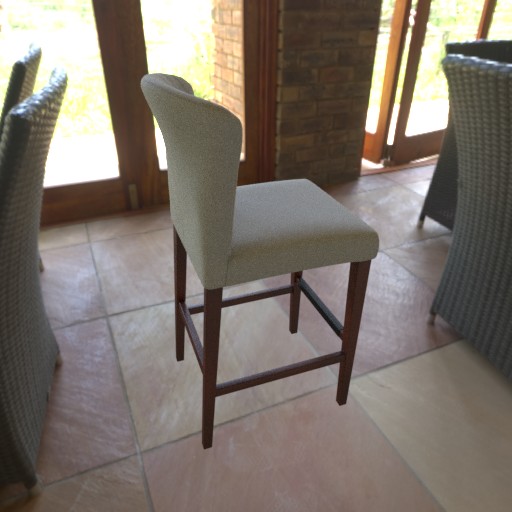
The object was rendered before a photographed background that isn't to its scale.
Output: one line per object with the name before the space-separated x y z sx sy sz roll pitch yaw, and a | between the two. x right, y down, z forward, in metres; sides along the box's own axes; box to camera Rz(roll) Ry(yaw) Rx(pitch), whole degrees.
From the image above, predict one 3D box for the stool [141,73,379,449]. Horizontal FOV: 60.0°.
stool | 0.000 0.000 1.380 0.568 1.069 0.479 -11 32 -17
